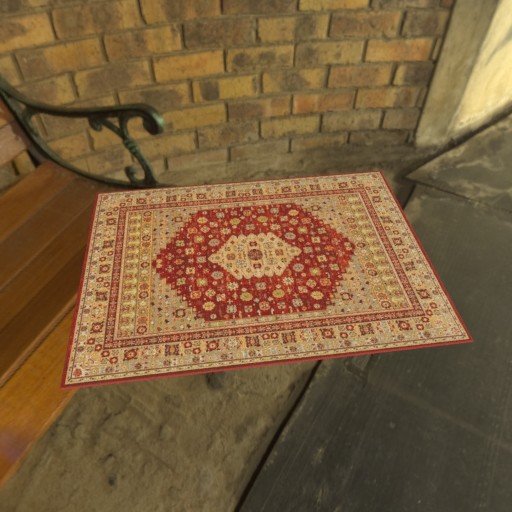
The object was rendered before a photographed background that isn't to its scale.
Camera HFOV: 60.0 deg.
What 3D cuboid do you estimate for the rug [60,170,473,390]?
[{"bbox_3d":[0.000,0.000,2.887,2.211,0.013,1.593,-5,47,-5],"label":"rug"}]
